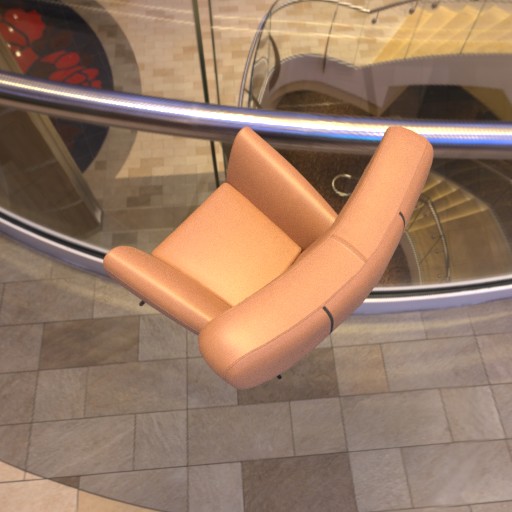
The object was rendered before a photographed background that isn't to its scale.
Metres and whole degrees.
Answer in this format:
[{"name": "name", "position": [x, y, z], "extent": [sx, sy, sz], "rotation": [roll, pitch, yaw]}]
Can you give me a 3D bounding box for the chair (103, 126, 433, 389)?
[{"name": "chair", "position": [0.000, 0.000, 1.770], "extent": [0.900, 1.050, 0.980], "rotation": [36, 69, 16]}]
